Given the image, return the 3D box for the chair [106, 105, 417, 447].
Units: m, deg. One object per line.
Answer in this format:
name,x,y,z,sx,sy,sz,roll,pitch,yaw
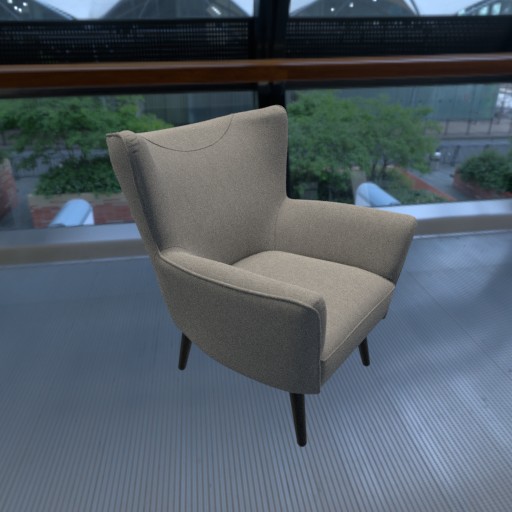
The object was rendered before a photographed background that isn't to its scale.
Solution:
chair,0.000,0.000,1.581,0.888,0.933,0.781,18,30,33
